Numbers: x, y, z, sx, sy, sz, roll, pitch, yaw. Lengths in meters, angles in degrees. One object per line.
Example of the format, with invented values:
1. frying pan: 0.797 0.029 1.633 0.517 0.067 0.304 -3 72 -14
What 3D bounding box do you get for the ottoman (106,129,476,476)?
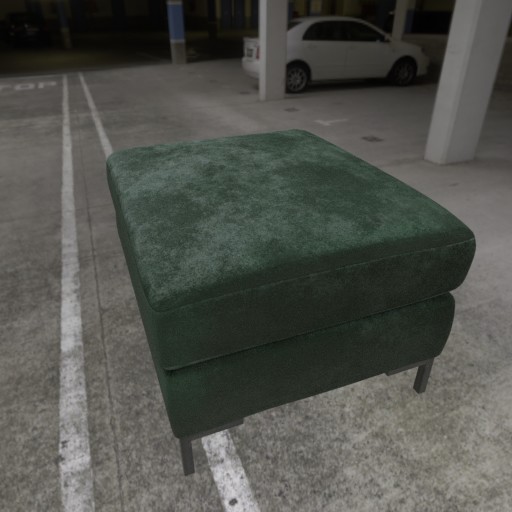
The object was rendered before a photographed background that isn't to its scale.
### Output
1. ottoman: 0.000 0.000 1.256 0.701 0.538 0.839 -12 33 -18
